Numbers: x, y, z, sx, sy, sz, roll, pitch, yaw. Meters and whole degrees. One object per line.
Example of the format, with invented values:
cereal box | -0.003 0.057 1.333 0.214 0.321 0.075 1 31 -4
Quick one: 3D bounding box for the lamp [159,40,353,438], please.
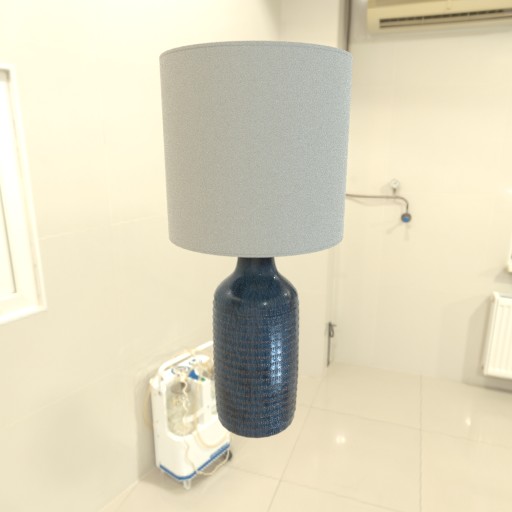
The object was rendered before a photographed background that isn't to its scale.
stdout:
lamp | 0.000 0.000 0.579 0.220 0.475 0.220 8 17 26
